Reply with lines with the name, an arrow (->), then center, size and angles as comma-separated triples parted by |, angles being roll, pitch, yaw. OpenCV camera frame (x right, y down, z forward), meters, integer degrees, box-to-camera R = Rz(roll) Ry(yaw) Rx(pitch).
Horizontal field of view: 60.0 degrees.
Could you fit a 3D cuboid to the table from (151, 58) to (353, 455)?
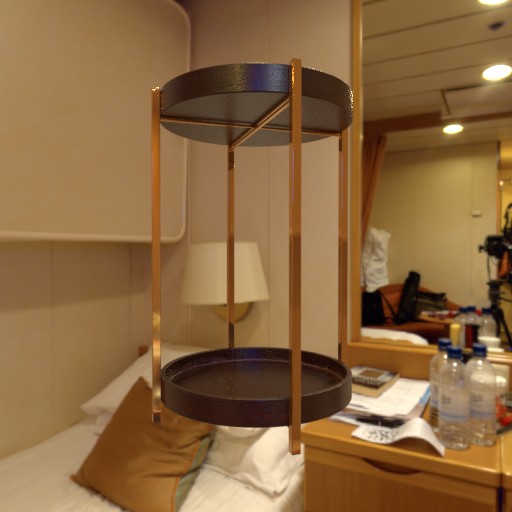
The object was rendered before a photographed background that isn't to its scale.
table -> 0.000, 0.000, 0.871 | 0.400, 0.610, 0.400 | 0, 1, -18
